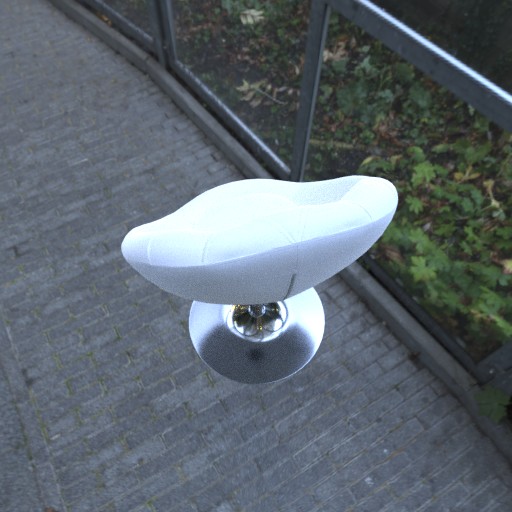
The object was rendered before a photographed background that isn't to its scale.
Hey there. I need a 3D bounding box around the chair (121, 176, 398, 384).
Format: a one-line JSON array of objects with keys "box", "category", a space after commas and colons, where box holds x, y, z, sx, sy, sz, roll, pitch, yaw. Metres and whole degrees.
[{"box": [0.000, 0.000, 1.802, 0.940, 1.261, 0.736, -15, 60, -9], "category": "chair"}]
